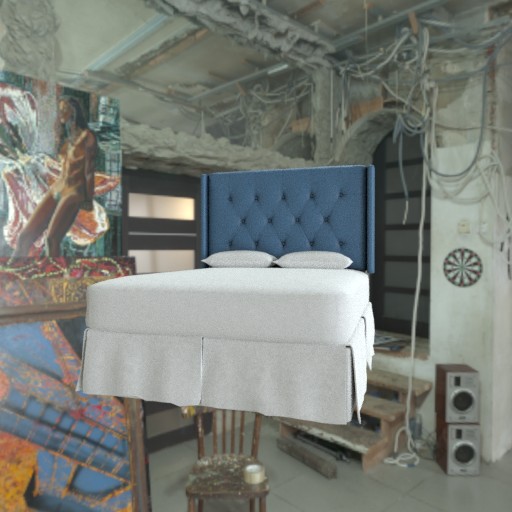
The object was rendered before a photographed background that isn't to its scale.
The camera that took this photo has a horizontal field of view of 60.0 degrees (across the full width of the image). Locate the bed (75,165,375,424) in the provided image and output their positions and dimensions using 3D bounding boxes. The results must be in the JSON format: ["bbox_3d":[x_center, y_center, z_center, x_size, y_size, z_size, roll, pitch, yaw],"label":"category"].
[{"bbox_3d":[0.000,0.000,3.400,1.719,1.665,2.078,0,1,17],"label":"bed"}]
